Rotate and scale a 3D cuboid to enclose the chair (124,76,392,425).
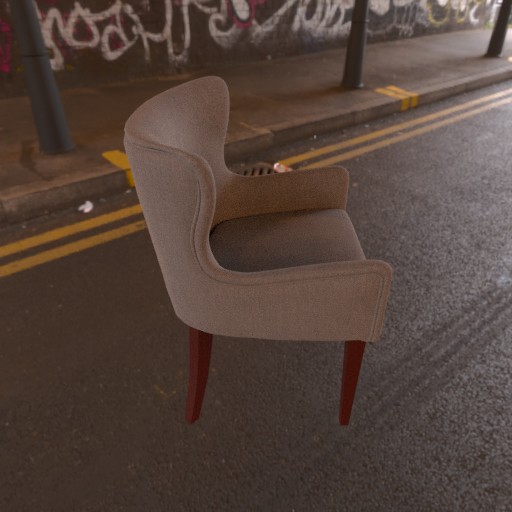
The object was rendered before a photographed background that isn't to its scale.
[{"bbox_3d":[0.000,0.000,1.412,0.677,0.948,0.732,0,33,0],"label":"chair"}]
